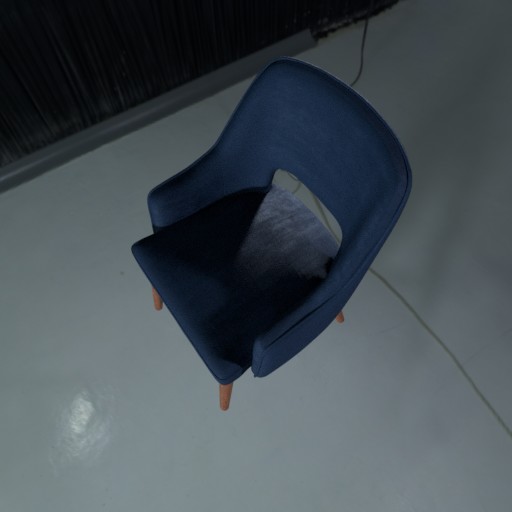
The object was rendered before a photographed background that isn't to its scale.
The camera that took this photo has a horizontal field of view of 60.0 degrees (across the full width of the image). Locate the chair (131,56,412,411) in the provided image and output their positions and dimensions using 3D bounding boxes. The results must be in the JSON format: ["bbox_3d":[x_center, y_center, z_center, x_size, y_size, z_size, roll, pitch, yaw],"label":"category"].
[{"bbox_3d":[0.000,0.000,1.228,0.591,0.844,0.559,-33,68,-15],"label":"chair"}]
